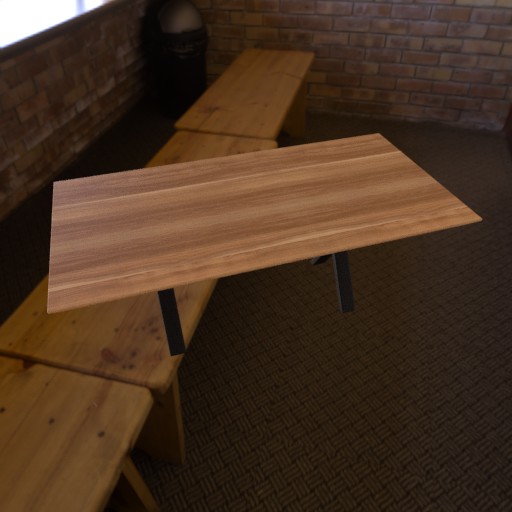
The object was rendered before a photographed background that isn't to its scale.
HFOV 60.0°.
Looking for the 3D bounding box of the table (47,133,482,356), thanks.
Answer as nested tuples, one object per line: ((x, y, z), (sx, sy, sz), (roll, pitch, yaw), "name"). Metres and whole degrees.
((0.000, 0.000, 2.542), (2.000, 0.770, 1.000), (-12, 42, -13), "table")
